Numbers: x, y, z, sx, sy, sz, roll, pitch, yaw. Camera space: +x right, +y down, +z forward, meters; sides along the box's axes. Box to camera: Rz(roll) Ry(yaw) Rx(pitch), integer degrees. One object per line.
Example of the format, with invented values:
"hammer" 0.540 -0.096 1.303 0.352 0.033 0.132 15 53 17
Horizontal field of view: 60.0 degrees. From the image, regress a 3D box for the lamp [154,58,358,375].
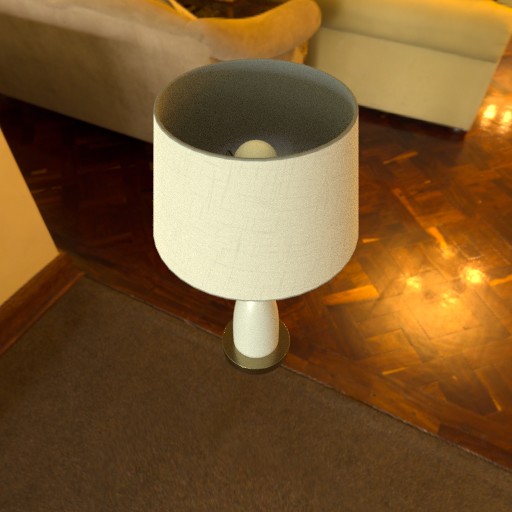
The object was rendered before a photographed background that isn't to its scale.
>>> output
"lamp" 0.000 0.000 0.733 0.309 0.545 0.309 0 47 0
